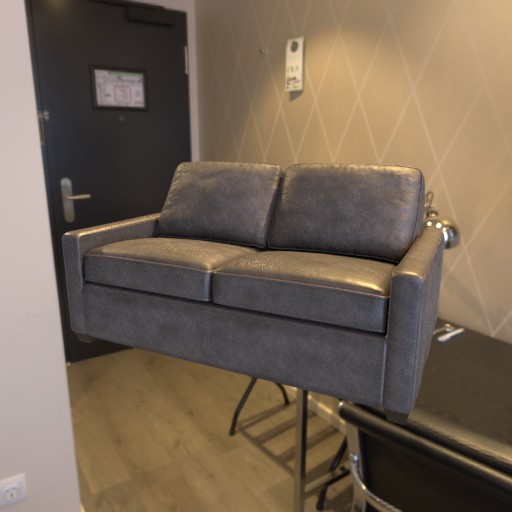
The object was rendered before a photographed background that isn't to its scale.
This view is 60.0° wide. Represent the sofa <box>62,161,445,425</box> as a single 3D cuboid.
[{"bbox_3d":[0.000,0.000,2.267,1.732,0.916,0.939,7,16,25],"label":"sofa"}]
